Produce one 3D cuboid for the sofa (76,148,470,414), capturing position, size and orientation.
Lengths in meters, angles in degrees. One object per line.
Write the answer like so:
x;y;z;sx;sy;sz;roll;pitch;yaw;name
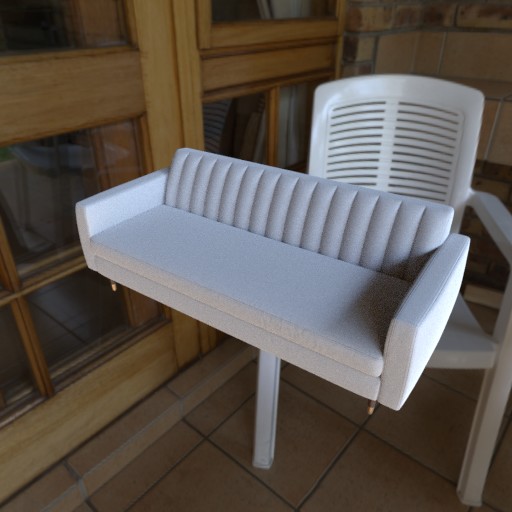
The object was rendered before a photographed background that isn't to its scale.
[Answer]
0.000;0.000;2.768;2.291;0.821;0.990;19;35;29;sofa
